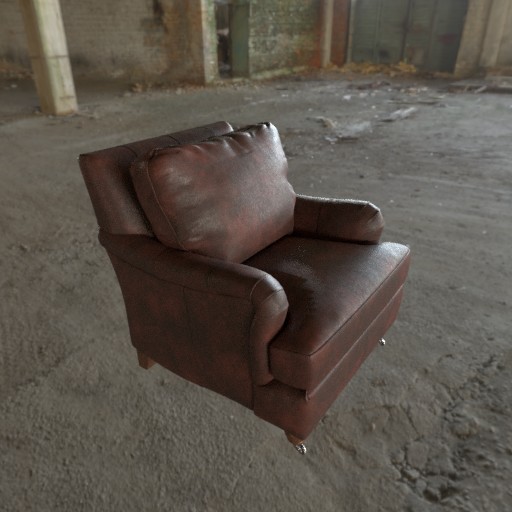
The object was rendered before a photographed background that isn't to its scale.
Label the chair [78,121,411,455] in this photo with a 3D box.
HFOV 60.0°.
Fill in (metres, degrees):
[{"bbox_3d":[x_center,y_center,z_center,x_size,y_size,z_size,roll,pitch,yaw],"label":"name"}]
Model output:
[{"bbox_3d":[0.000,0.000,1.994,1.156,1.051,0.987,18,32,31],"label":"chair"}]
